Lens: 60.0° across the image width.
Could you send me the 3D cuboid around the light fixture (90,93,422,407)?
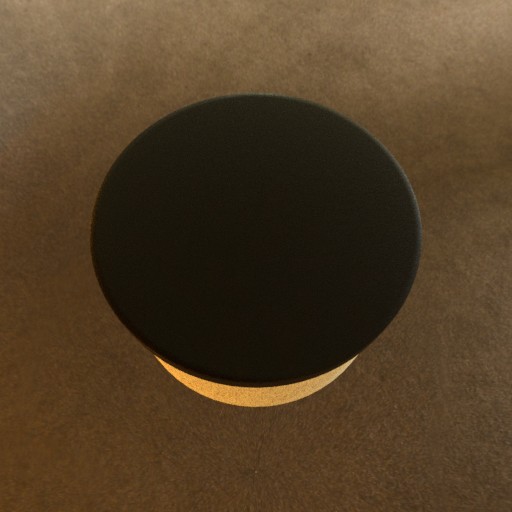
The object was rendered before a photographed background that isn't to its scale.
[{"bbox_3d":[0.000,0.000,0.627,0.389,0.229,0.389,0,64,0],"label":"light fixture"}]
